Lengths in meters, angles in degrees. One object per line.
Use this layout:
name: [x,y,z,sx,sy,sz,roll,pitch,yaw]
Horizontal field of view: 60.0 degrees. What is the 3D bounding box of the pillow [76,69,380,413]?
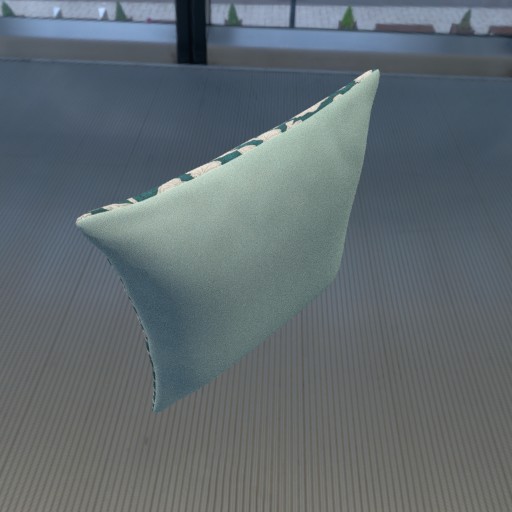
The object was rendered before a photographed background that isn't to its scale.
pillow: [0.000,0.000,0.774,0.525,0.508,0.166,-34,56,-27]
